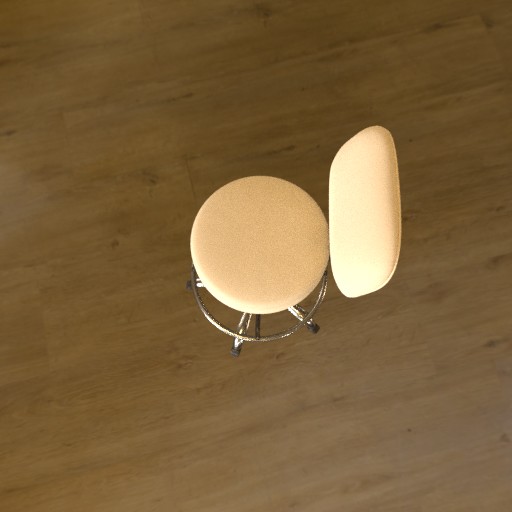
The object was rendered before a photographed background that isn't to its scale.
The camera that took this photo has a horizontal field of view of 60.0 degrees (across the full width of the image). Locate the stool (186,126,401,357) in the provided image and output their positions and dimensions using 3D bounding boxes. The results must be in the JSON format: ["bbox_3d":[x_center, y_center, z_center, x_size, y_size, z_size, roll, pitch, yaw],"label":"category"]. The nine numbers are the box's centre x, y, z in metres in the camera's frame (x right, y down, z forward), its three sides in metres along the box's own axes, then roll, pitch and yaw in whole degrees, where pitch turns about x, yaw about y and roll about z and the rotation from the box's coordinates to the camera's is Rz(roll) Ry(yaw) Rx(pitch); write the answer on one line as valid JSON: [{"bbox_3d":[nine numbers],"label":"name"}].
[{"bbox_3d":[0.000,0.000,1.463,0.616,1.080,0.609,2,75,0],"label":"stool"}]
